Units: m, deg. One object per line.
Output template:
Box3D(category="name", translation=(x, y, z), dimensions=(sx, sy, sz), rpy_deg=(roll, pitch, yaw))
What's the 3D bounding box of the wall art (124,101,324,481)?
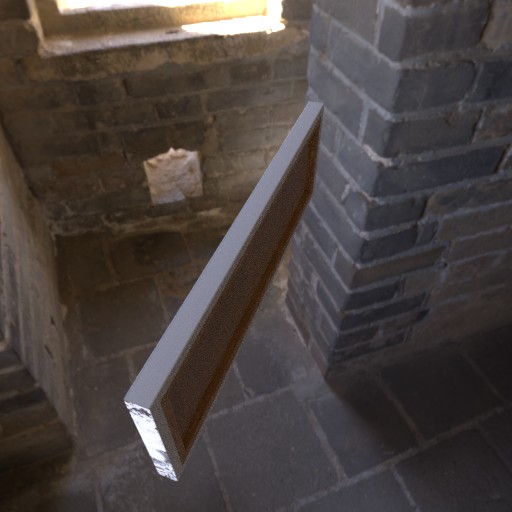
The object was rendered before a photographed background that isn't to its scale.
Box3D(category="wall art", translation=(0.000, 0.000, 0.848), dimensions=(0.036, 0.256, 0.766), rpy_deg=(16, 48, 14))
